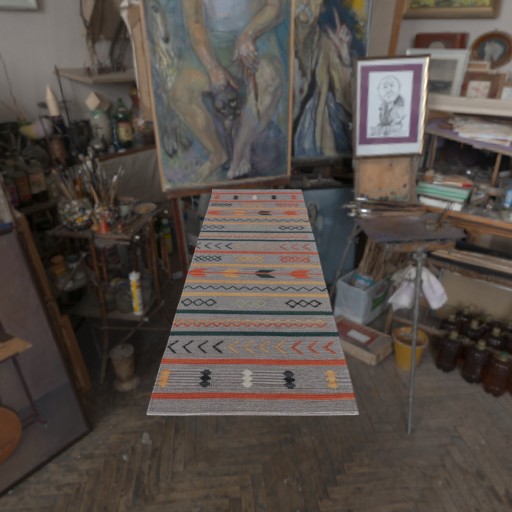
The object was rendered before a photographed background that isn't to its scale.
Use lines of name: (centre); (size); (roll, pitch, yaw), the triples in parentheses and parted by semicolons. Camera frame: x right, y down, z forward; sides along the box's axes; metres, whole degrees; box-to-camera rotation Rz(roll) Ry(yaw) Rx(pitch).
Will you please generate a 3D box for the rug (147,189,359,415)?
rug: (0.000, 0.000, 2.610); (0.744, 0.022, 2.419); (0, 27, 0)
